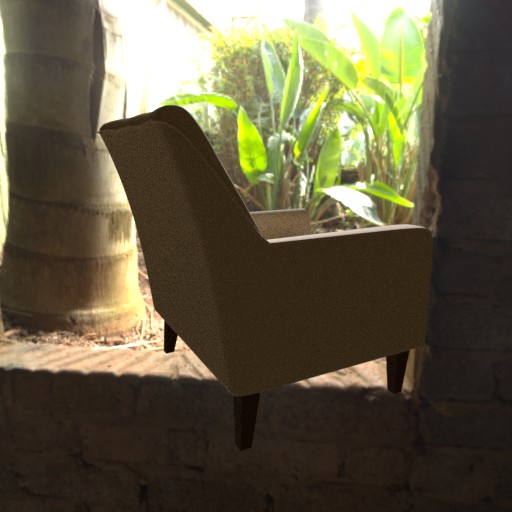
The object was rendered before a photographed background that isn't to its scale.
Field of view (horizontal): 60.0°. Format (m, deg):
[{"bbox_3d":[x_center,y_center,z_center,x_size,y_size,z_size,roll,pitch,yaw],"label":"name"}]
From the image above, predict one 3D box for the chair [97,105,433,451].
[{"bbox_3d":[0.000,0.000,1.563,0.899,0.919,0.780,-7,15,-27],"label":"chair"}]
